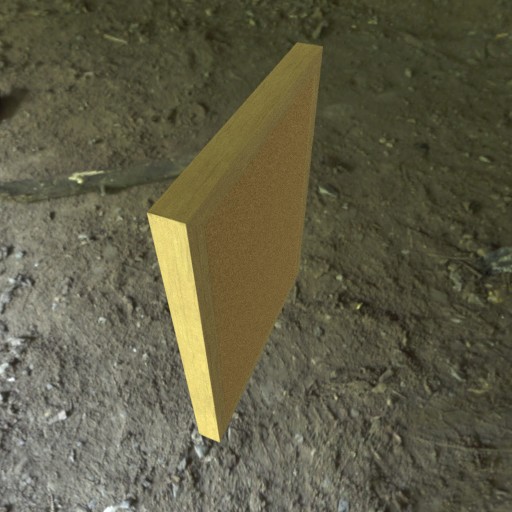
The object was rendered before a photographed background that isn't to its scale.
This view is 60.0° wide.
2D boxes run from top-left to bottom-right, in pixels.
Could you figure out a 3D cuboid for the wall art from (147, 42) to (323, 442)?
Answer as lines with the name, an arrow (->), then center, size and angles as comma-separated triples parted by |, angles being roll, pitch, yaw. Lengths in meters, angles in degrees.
wall art -> 0.000, 0.000, 0.532 | 0.030, 0.380, 0.312 | 17, 49, 15
